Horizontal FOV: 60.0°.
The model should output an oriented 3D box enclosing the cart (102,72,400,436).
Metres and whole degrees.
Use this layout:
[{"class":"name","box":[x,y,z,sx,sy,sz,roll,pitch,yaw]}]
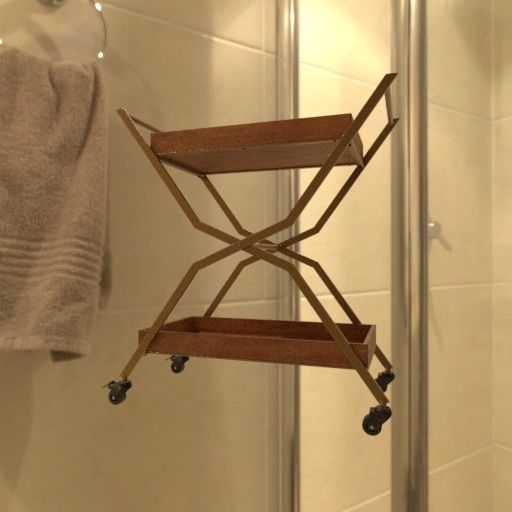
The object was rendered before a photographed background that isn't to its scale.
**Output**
[{"class":"cart","box":[0.000,0.000,1.359,0.836,0.869,0.405,0,0,19]}]
